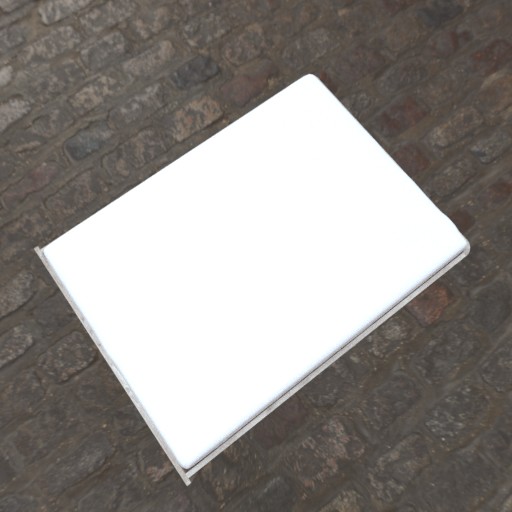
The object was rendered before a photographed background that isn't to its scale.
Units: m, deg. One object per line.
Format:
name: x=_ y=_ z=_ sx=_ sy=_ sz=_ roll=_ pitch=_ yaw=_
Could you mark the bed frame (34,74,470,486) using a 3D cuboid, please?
bed frame: x=0.000 y=0.000 z=2.562 sx=1.950 sy=0.462 sz=1.490 roll=-36 pitch=78 yaw=-9
